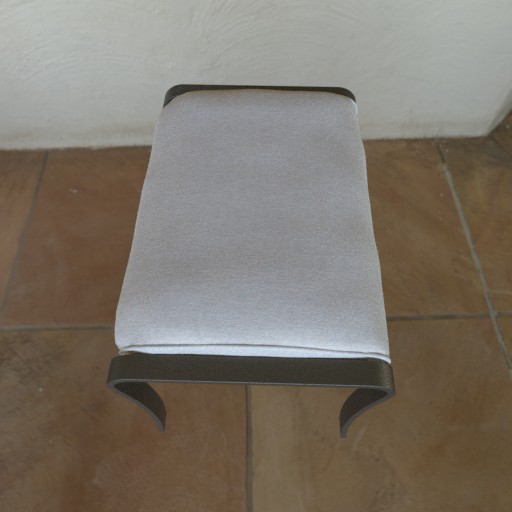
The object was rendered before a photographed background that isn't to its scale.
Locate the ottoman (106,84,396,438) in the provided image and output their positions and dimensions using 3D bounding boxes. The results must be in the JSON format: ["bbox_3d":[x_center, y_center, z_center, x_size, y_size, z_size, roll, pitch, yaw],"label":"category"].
[{"bbox_3d":[0.000,0.000,0.894,0.406,0.422,0.610,1,58,1],"label":"ottoman"}]
